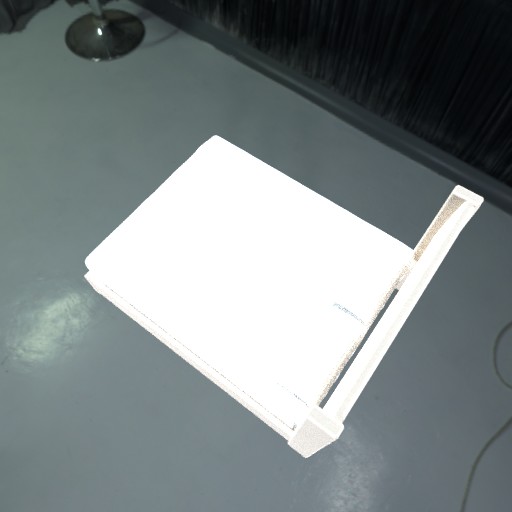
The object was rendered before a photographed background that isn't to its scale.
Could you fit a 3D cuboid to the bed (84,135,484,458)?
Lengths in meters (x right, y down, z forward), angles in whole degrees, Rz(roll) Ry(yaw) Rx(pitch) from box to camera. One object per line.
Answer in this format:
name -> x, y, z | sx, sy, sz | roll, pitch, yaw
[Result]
bed -> 0.000, 0.000, 3.439 | 2.293, 1.471, 1.778 | 33, 67, 16
